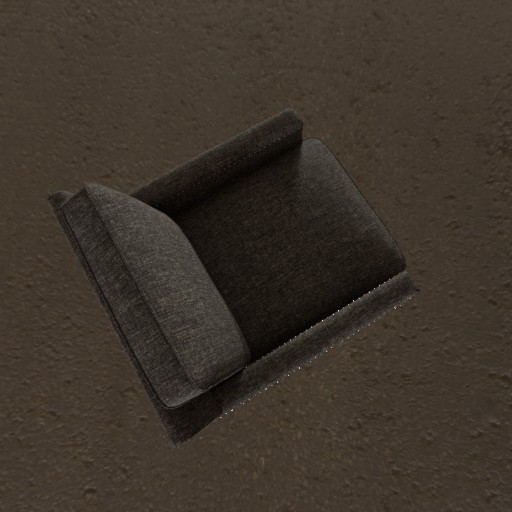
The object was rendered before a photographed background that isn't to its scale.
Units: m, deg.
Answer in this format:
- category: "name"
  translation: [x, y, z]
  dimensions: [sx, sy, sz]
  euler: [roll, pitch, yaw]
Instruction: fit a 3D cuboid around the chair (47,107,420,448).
- category: "chair"
  translation: [0.000, 0.000, 1.657]
  dimensions: [1.014, 0.943, 0.853]
  euler: [-30, 78, -7]
